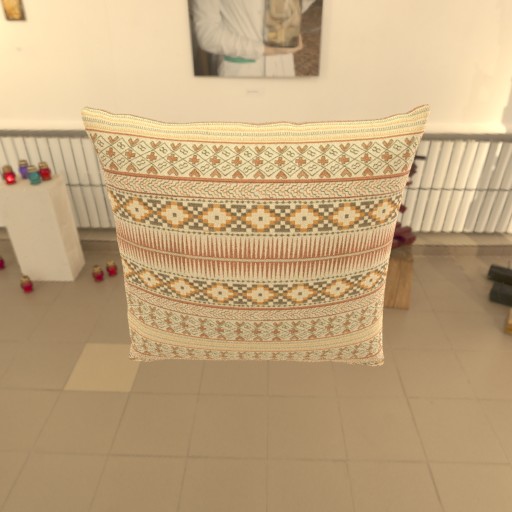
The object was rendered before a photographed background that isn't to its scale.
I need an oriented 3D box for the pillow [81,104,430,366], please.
[{"bbox_3d":[0.000,0.000,0.779,0.521,0.519,0.215,1,32,1],"label":"pillow"}]
